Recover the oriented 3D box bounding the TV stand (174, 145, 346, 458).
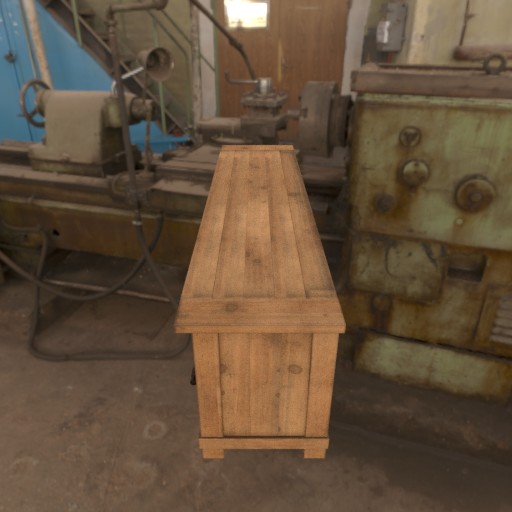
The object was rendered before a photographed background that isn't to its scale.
[{"bbox_3d":[0.000,0.000,2.041,0.453,0.573,1.804,0,28,0],"label":"TV stand"}]
